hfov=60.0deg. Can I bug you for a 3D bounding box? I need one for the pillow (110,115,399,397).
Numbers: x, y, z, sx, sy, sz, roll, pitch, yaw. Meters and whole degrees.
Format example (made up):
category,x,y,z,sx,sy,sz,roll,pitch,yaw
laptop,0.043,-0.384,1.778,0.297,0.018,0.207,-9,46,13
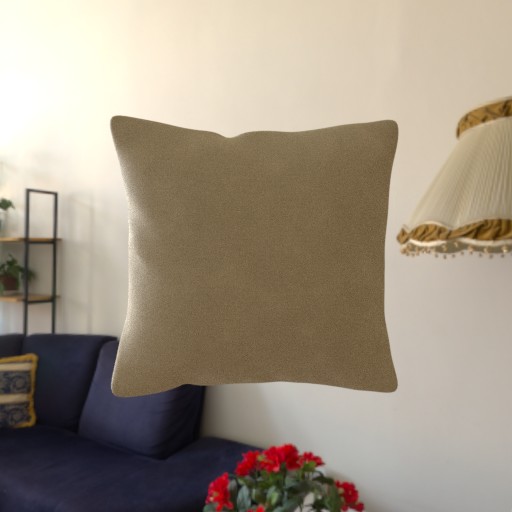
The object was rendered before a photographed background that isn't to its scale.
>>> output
category,x,y,z,sx,sy,sz,roll,pitch,yaw
pillow,0.000,0.000,0.671,0.437,0.420,0.162,0,0,-3
